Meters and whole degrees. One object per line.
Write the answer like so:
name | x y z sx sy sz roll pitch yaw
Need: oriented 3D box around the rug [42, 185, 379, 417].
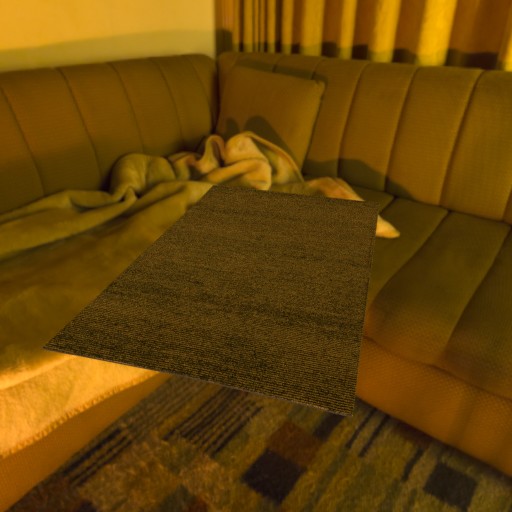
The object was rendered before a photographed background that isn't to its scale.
rug | 0.000 0.000 2.251 1.145 0.021 1.777 8 31 14
